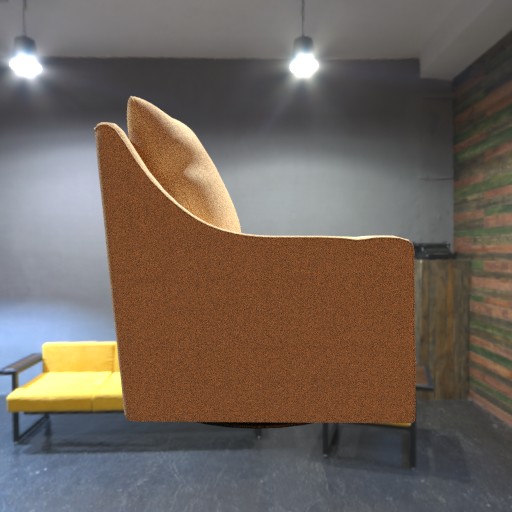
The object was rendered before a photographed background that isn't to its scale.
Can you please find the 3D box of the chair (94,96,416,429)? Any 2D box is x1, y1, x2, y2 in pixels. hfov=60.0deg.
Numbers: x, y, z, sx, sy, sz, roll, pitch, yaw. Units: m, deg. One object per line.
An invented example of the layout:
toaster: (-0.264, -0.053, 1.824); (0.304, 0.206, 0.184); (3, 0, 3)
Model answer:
chair: (0.000, 0.000, 1.540); (0.876, 0.927, 0.760); (0, 0, 1)
